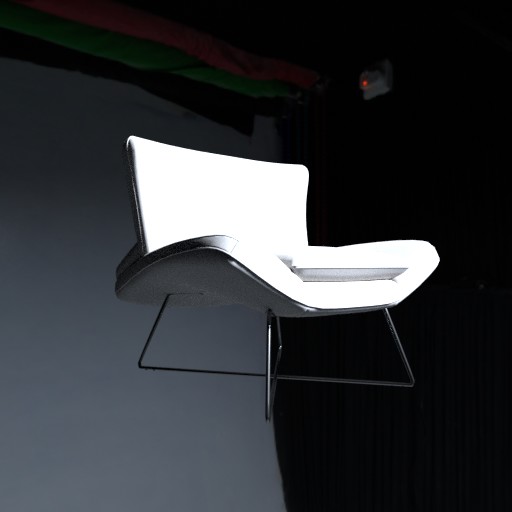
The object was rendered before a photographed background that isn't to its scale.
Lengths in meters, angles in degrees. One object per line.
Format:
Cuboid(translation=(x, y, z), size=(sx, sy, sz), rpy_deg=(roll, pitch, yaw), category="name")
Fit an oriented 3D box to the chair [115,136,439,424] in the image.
Cuboid(translation=(0.000, 0.000, 1.646), size=(0.859, 0.855, 1.008), rpy_deg=(1, -1, -35), category="chair")
